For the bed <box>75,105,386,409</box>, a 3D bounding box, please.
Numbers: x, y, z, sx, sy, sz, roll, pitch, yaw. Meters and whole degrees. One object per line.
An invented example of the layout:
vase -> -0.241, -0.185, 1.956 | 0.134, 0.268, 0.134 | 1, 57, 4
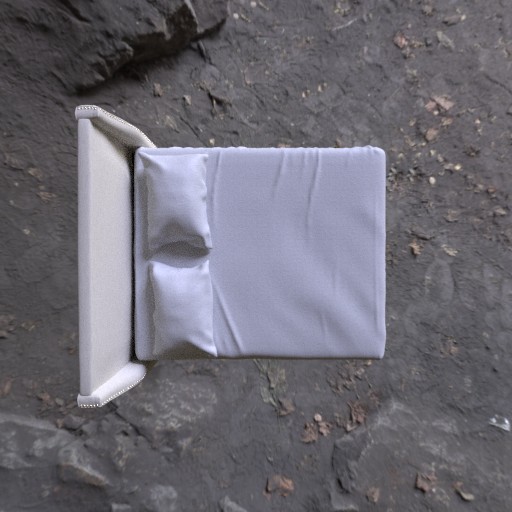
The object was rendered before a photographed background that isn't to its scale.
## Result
bed -> 0.000, 0.000, 3.421 | 2.276, 1.332, 1.925 | 0, 91, 0
